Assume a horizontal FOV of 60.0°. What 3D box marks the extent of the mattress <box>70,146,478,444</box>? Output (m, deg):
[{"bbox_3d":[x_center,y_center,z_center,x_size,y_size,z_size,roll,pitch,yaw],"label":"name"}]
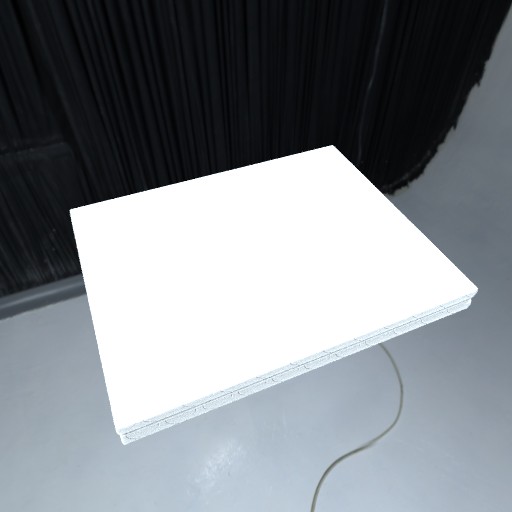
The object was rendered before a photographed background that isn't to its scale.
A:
[{"bbox_3d":[0.000,0.000,2.748,2.000,0.200,1.600,-17,48,-16],"label":"mattress"}]
